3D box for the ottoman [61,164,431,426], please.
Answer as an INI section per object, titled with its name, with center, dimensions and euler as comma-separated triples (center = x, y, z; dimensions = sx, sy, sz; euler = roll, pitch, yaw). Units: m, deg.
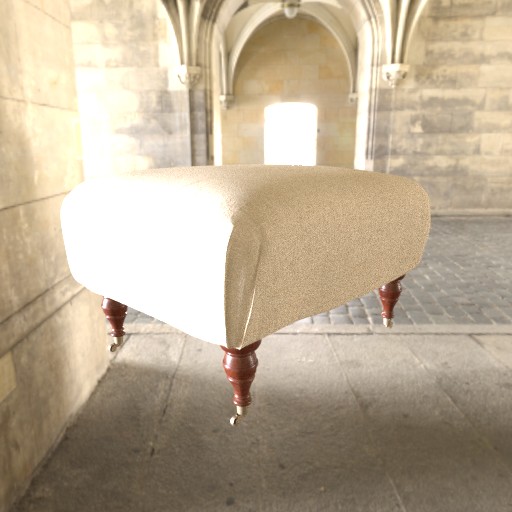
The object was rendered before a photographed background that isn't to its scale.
[ottoman]
center = 0.000, 0.000, 1.114
dimensions = 0.622, 0.450, 0.747
euler = 13, 19, 41
